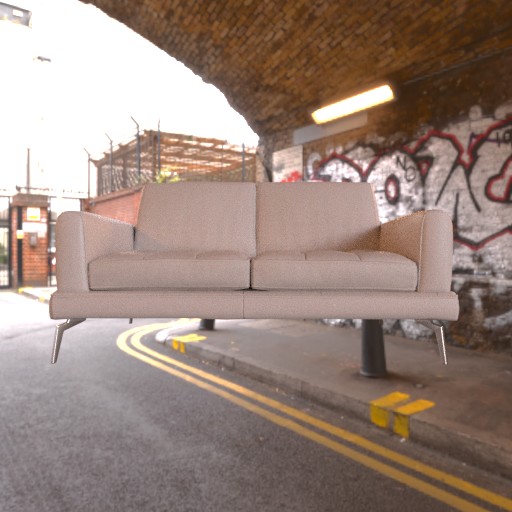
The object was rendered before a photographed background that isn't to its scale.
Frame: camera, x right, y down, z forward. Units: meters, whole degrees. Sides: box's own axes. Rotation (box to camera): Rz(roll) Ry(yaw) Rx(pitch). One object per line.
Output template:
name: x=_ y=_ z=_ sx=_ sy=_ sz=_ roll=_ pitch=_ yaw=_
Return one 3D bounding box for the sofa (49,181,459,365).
sofa: x=0.000 y=0.000 z=2.448 sx=1.819 sy=0.930 sz=1.121 roll=0 pitch=0 yaw=1
